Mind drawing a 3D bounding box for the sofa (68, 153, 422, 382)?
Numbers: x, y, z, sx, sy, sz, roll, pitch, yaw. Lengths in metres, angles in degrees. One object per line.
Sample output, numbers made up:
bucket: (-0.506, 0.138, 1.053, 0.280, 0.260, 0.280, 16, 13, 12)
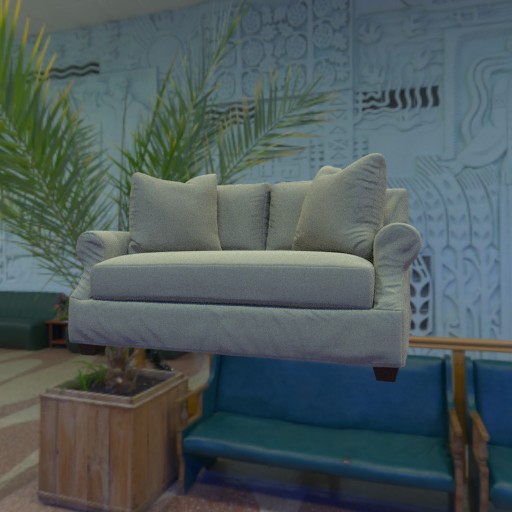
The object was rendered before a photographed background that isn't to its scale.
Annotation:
sofa: (0.000, 0.000, 2.219, 1.550, 0.905, 1.070, 0, -1, 19)
